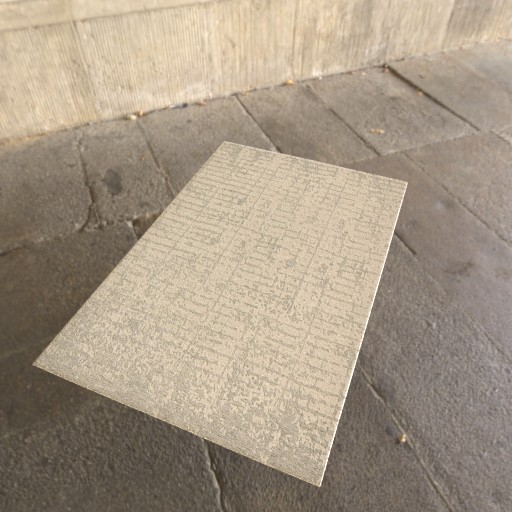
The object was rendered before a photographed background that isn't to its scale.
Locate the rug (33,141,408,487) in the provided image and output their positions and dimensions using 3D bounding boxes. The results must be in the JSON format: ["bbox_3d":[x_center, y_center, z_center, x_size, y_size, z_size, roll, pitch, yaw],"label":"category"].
[{"bbox_3d":[0.000,0.000,2.224,1.211,0.007,1.827,16,48,15],"label":"rug"}]
